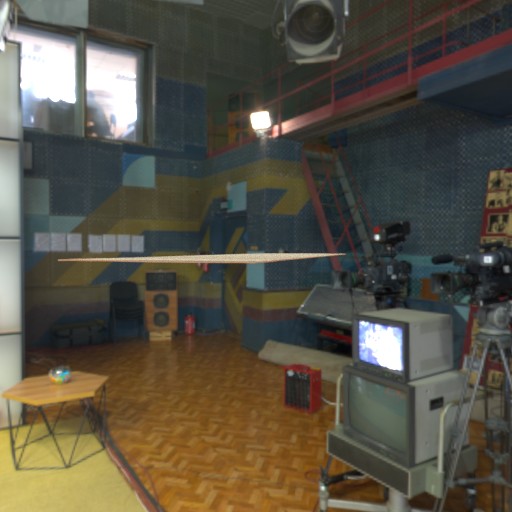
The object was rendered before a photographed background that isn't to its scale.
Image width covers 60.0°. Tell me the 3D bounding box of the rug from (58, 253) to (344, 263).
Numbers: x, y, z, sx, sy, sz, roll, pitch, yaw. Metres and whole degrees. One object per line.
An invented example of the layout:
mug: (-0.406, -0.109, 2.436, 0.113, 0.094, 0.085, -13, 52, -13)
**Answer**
rug: (0.000, 0.000, 2.715, 0.799, 0.010, 2.444, 0, 1, 18)
